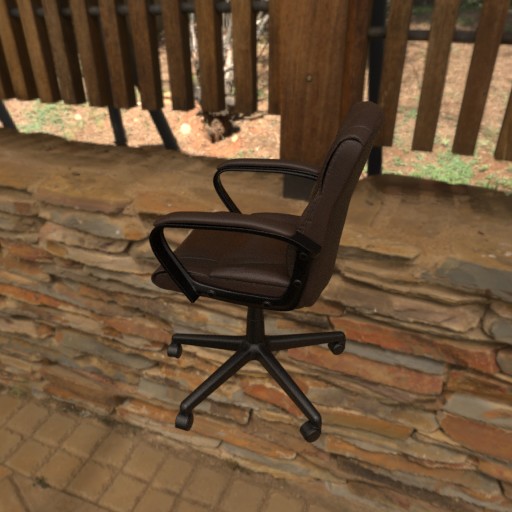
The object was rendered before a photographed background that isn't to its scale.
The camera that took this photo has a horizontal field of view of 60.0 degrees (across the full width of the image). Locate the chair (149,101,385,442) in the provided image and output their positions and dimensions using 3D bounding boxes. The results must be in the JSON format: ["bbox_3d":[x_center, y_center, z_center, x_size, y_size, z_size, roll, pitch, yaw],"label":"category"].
[{"bbox_3d":[0.000,0.000,1.500,0.717,1.004,0.739,8,30,14],"label":"chair"}]
